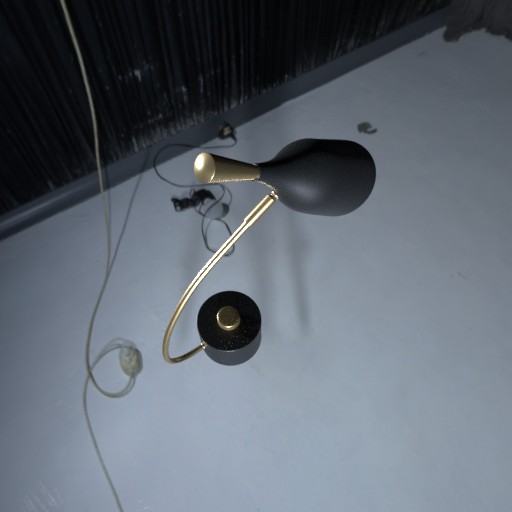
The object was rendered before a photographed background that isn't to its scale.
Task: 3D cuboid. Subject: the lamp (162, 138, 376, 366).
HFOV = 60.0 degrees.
[{"bbox_3d":[0.000,0.000,0.620,0.352,0.464,0.110,-32,65,-17],"label":"lamp"}]
